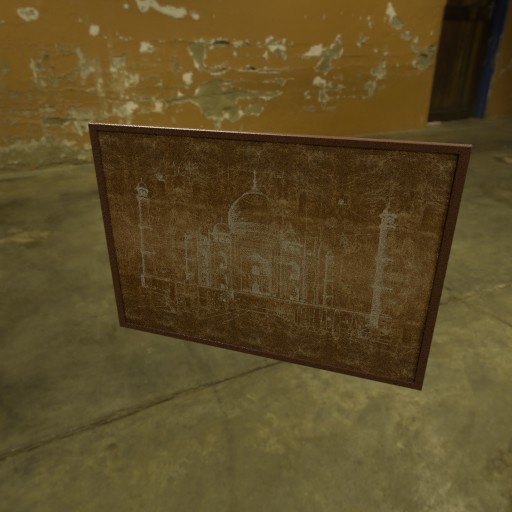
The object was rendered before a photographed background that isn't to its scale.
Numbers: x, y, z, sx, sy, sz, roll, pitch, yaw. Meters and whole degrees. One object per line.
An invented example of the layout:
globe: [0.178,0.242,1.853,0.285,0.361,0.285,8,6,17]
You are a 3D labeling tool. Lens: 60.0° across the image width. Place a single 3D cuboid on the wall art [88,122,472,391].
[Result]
wall art: [0.000,0.000,0.835,0.660,0.455,0.014,8,27,17]
